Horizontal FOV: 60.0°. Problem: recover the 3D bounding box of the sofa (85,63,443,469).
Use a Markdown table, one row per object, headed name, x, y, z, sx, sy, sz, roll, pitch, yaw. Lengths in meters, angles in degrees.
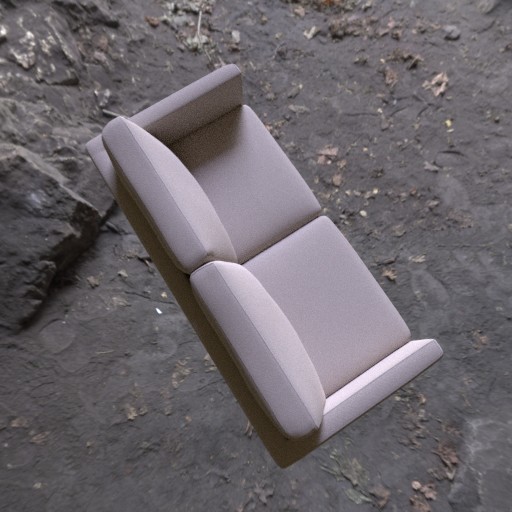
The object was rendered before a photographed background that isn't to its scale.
| name | x | y | z | sx | sy | sz | roll | pitch | yaw |
| --- | --- | --- | --- | --- | --- | --- | --- | --- | --- |
| sofa | 0.000 | 0.000 | 2.225 | 0.873 | 0.888 | 1.722 | -32 | 79 | -7 |
